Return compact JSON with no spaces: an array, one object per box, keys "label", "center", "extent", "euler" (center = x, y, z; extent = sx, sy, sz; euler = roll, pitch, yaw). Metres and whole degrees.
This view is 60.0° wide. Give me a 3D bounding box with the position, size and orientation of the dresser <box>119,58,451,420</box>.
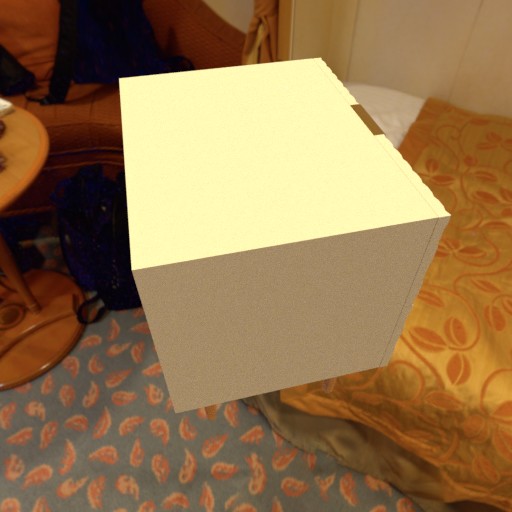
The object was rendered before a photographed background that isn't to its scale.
[{"label":"dresser","center":[0.000,0.000,0.913],"extent":[0.414,0.568,0.503],"euler":[-10,47,-9]}]
